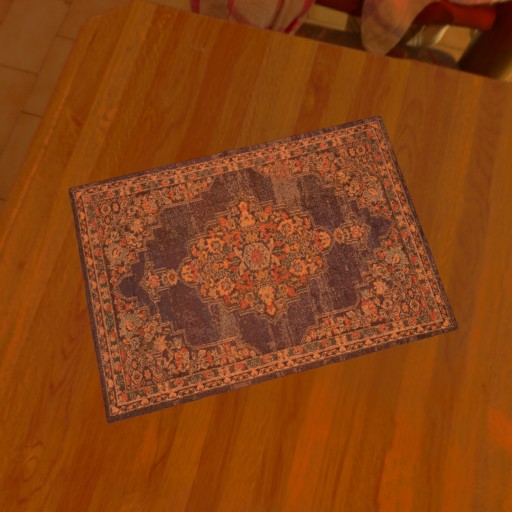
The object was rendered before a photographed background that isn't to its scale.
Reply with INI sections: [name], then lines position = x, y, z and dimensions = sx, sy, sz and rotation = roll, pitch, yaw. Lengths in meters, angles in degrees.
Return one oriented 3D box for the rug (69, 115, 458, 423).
[rug]
position = 0.000, 0.000, 3.805
dimensions = 2.940, 0.011, 2.053
rotation = -14, 76, -4
